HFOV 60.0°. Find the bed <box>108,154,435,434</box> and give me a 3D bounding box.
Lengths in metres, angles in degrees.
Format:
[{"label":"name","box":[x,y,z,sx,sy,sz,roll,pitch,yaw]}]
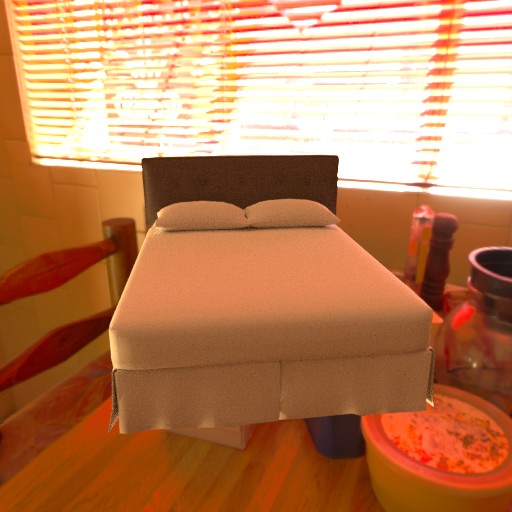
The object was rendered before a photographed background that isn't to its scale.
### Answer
[{"label":"bed","box":[0.000,0.000,2.846,1.610,1.089,1.894,-2,19,-7]}]
